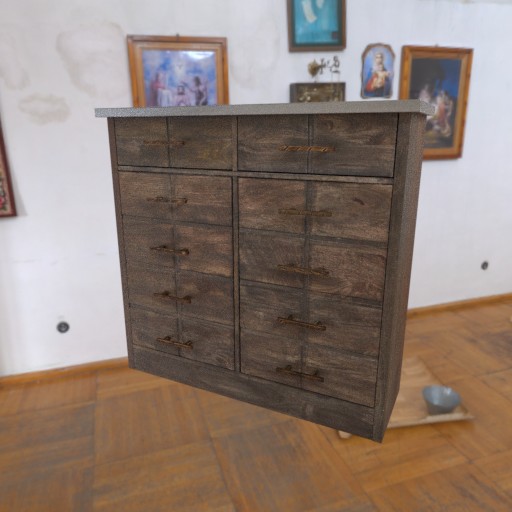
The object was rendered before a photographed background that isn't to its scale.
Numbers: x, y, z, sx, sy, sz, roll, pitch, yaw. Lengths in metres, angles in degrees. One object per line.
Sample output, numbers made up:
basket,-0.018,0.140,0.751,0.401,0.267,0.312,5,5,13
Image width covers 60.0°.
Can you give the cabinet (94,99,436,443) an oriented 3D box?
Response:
cabinet,0.000,0.000,1.443,0.968,0.919,0.338,8,18,25
